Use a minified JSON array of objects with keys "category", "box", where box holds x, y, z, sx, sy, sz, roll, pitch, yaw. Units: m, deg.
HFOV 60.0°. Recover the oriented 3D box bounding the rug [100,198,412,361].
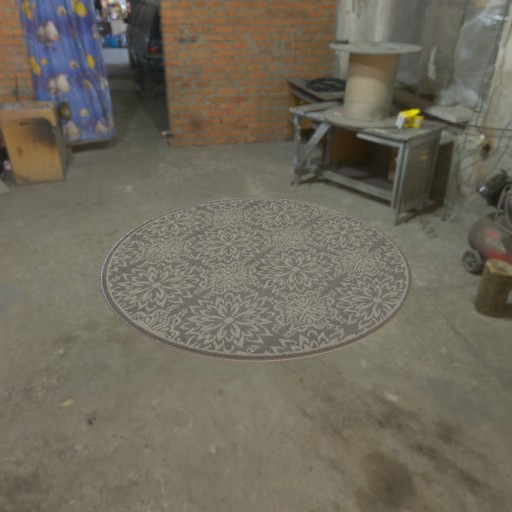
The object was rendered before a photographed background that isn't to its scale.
[{"category":"rug","box":[0.000,0.000,2.369,1.593,0.012,1.593,0,30,0]}]
